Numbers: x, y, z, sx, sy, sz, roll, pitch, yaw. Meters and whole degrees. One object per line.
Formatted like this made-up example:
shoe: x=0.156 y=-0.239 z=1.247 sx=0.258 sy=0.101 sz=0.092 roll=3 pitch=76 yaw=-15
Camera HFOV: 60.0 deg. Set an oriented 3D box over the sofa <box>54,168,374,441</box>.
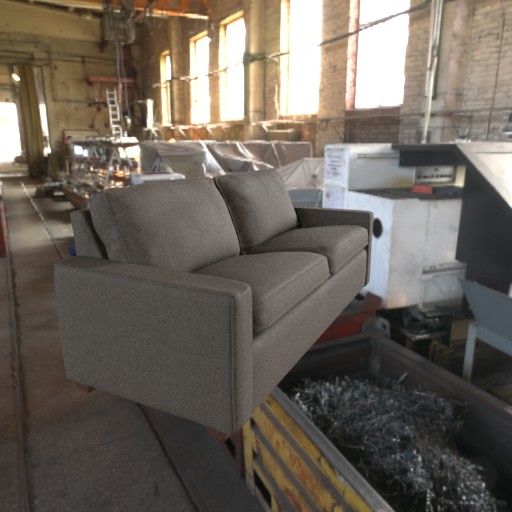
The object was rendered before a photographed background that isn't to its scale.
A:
sofa: x=0.000 y=0.000 z=2.590 sx=0.940 sy=0.919 sz=2.080 roll=7 pitch=16 yaw=26
